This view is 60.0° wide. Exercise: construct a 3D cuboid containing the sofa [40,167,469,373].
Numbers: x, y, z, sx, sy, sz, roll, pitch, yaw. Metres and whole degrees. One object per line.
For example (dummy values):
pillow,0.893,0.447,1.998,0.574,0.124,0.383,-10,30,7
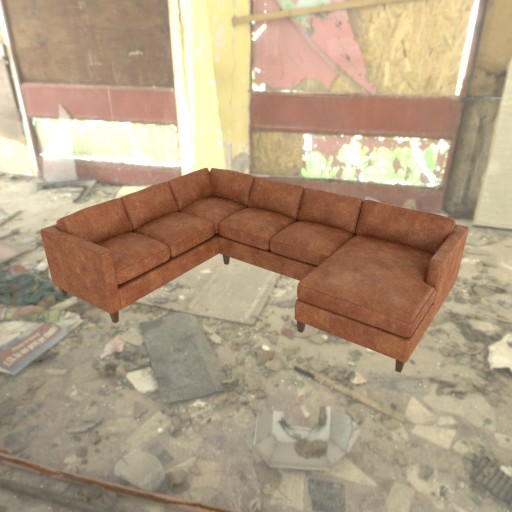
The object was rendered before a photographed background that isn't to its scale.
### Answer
sofa,0.000,0.000,4.378,3.324,0.888,2.452,18,32,31
